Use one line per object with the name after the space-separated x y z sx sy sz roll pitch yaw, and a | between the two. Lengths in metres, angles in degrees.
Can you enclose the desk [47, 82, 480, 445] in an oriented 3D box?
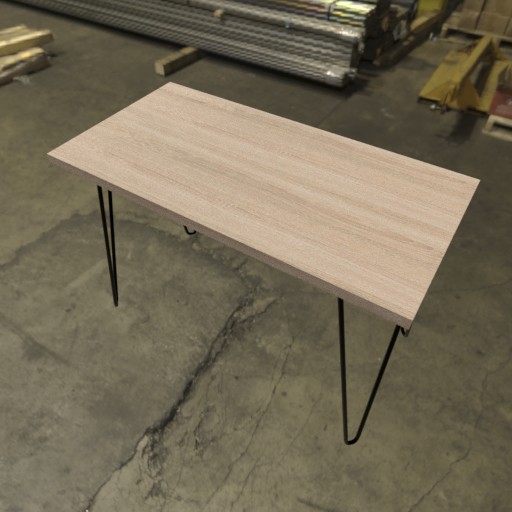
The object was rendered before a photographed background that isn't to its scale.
0.000 0.000 1.367 0.991 0.660 0.499 25 51 22 | desk
